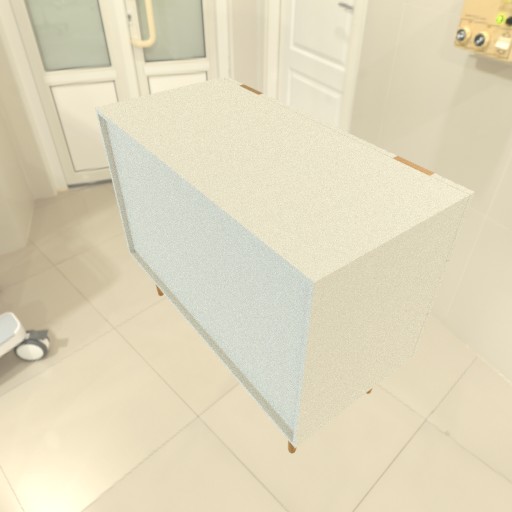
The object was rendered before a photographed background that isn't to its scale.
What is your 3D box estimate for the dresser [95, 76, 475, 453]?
[{"bbox_3d":[0.000,0.000,1.313,0.457,0.721,0.905,-26,46,-28],"label":"dresser"}]
